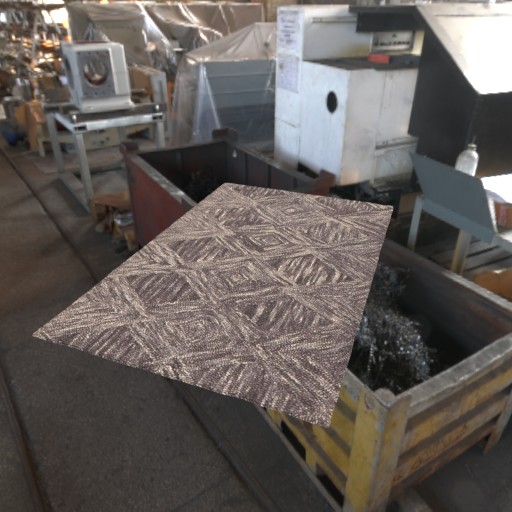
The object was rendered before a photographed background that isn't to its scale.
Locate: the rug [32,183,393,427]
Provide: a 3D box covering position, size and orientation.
[{"bbox_3d":[0.000,0.000,2.282,1.186,0.012,1.814,11,32,18],"label":"rug"}]
